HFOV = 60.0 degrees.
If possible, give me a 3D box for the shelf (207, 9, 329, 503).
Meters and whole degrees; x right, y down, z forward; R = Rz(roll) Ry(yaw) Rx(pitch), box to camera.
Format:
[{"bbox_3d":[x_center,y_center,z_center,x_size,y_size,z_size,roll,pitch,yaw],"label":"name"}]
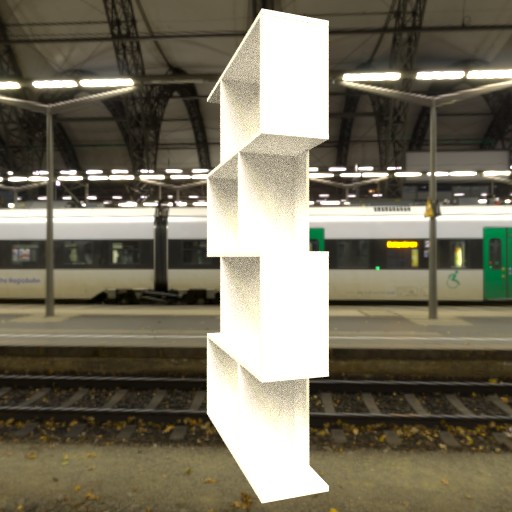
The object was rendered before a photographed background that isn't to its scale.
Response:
[{"bbox_3d":[0.000,0.000,1.940,0.250,1.650,0.890,0,0,-18],"label":"shelf"}]
